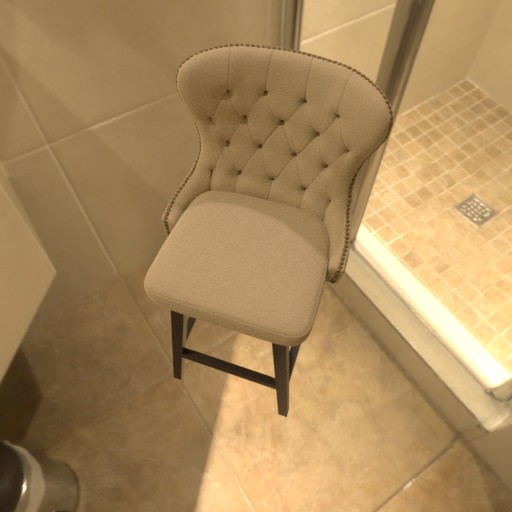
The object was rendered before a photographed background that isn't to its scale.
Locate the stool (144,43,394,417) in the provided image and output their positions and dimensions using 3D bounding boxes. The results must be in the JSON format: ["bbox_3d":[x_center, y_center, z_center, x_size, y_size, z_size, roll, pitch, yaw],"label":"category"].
[{"bbox_3d":[0.000,0.000,1.305,0.528,0.971,0.593,16,59,10],"label":"stool"}]
